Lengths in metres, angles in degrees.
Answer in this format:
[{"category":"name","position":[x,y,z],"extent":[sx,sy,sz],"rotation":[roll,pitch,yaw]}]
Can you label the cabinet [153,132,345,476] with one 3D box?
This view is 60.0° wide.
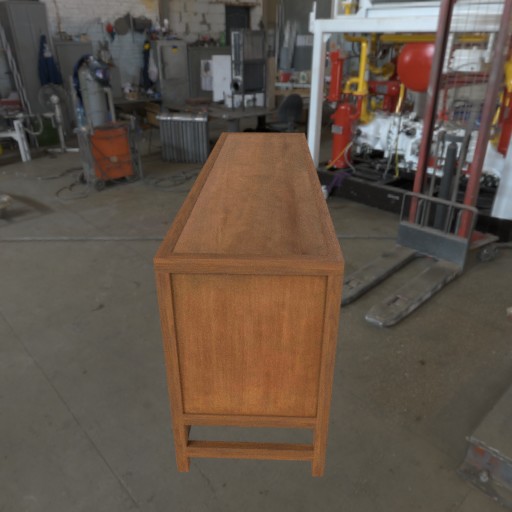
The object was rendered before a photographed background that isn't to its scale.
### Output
[{"category":"cabinet","position":[0.000,0.000,2.098],"extent":[0.522,0.820,1.708],"rotation":[1,26,2]}]
